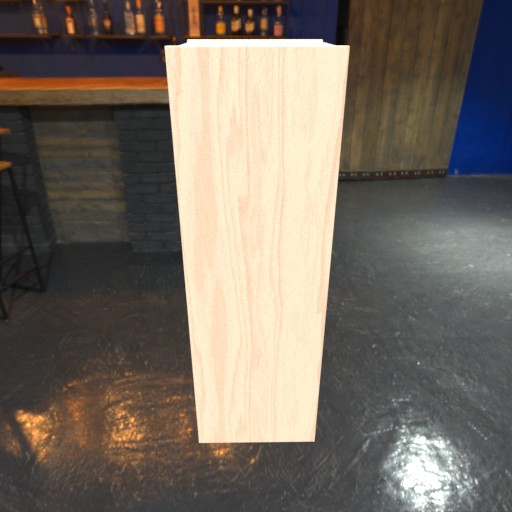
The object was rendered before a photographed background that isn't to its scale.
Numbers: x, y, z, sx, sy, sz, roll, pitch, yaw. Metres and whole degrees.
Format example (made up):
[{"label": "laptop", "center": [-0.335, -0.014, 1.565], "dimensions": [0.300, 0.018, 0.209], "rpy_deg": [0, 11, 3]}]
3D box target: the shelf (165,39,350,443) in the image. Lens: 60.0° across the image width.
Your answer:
[{"label": "shelf", "center": [0.000, 0.000, 1.035], "dimensions": [0.290, 0.900, 0.300], "rpy_deg": [0, 28, -1]}]
